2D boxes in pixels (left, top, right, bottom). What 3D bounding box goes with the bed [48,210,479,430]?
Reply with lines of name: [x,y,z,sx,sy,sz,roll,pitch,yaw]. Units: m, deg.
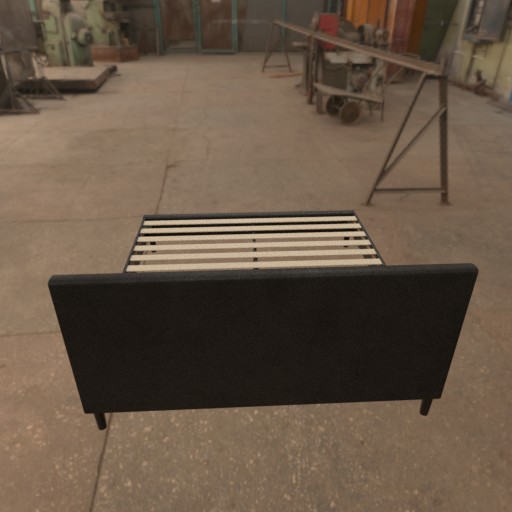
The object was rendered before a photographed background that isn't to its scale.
bed: [0.000,0.000,3.244,2.018,1.046,2.152,-2,30,-3]
